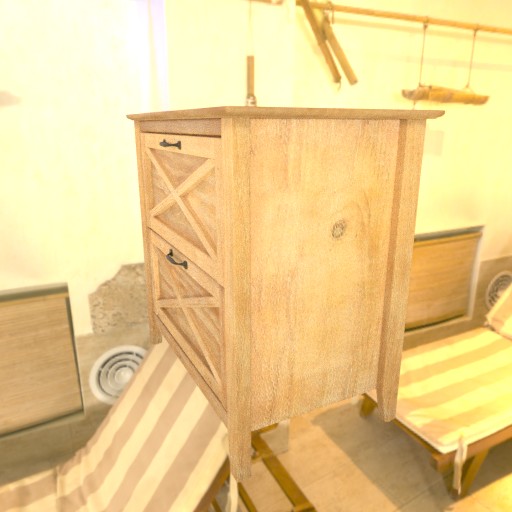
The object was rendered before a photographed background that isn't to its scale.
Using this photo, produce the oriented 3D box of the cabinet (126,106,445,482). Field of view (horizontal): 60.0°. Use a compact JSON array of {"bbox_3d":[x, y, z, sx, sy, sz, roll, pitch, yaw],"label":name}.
[{"bbox_3d":[0.000,0.000,1.239,0.503,0.762,0.763,-8,18,-26],"label":"cabinet"}]
